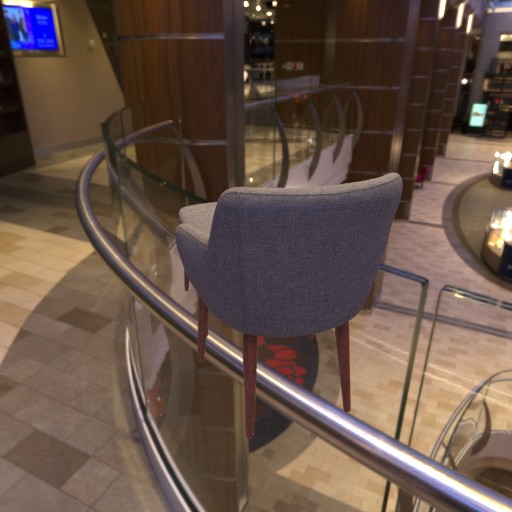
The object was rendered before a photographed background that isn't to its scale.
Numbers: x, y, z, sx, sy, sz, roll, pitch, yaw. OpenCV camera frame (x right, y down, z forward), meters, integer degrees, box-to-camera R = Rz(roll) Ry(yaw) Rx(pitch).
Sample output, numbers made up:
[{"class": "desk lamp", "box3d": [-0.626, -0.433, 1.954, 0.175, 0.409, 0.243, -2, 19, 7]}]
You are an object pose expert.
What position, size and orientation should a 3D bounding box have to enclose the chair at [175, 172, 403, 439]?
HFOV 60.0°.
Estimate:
[{"class": "chair", "box3d": [0.000, 0.000, 1.604, 0.584, 0.799, 1.107, -8, 26, -17]}]
